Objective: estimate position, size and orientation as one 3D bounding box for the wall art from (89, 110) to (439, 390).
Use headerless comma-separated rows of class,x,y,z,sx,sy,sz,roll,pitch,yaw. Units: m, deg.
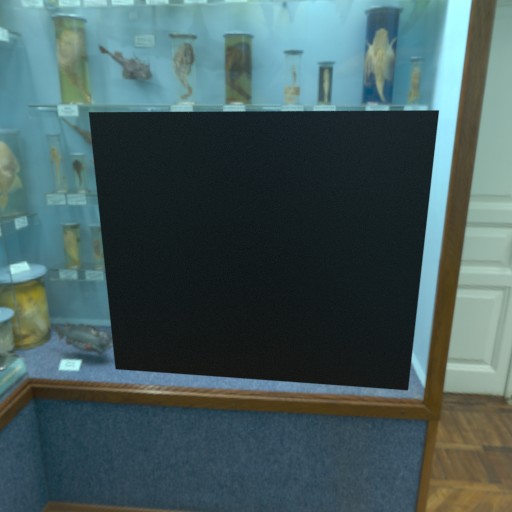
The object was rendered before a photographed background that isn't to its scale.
wall art,0.000,0.000,0.533,0.383,0.332,0.012,2,17,7
